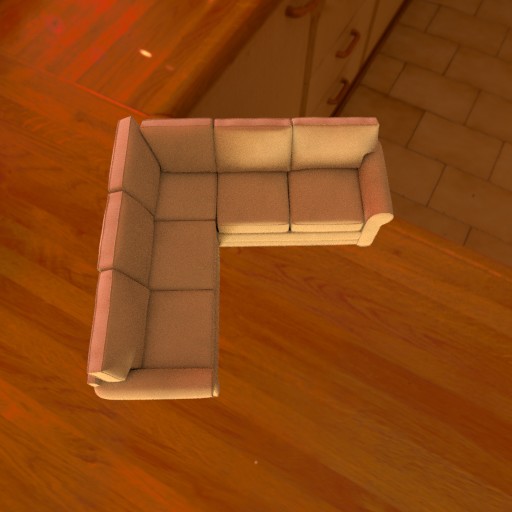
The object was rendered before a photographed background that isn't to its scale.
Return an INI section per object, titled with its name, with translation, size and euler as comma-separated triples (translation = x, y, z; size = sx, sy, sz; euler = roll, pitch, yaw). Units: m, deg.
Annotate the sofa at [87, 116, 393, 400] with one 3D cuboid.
[sofa]
translation = 0.000, 0.000, 4.031
size = 2.562, 1.053, 2.487
euler = -1, 65, 0
